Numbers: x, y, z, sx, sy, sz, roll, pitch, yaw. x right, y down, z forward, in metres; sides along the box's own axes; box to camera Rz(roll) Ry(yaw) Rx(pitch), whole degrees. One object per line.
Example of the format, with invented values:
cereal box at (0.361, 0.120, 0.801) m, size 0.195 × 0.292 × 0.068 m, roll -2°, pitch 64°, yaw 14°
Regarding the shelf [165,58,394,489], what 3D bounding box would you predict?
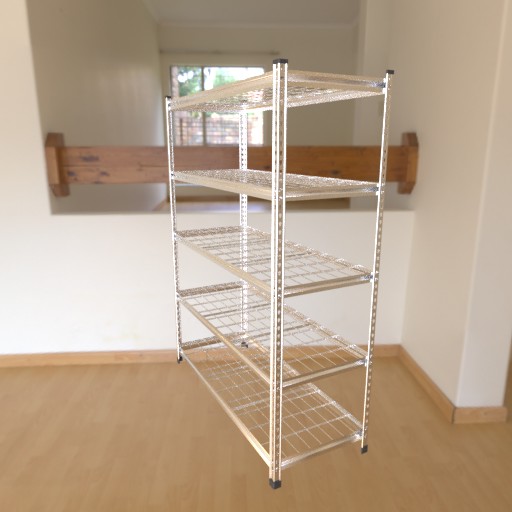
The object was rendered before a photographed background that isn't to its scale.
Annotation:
shelf at (0.000, 0.000, 2.743) m, size 0.610 × 1.981 × 1.524 m, roll -7°, pitch 16°, yaw -27°
